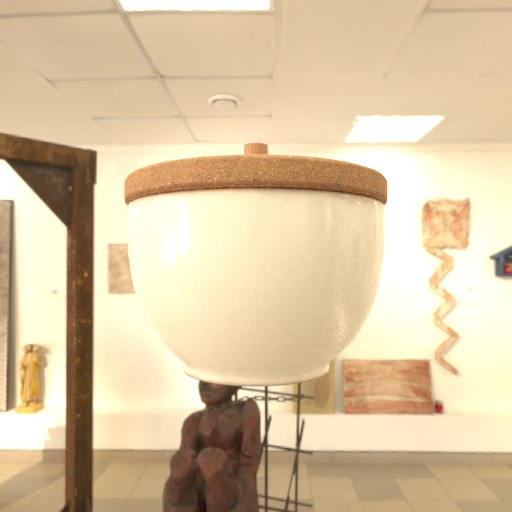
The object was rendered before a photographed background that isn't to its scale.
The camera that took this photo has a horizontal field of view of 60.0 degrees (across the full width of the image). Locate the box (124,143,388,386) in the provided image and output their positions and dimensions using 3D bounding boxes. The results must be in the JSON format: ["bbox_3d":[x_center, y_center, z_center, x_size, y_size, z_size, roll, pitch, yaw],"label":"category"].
[{"bbox_3d":[0.000,0.000,0.188,0.107,0.094,0.107,0,-1,0],"label":"box"}]
